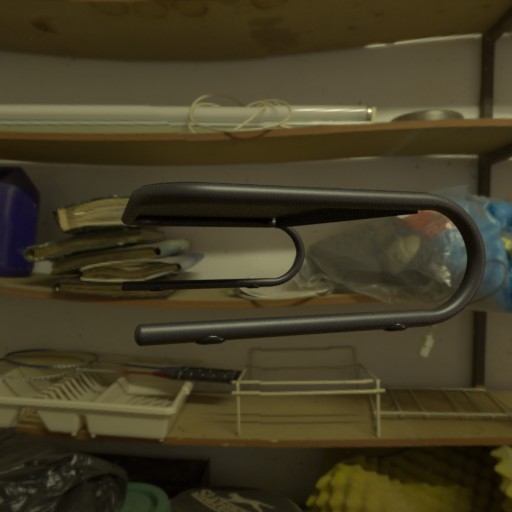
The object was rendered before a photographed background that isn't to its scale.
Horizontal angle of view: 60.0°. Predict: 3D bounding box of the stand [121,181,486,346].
[{"bbox_3d":[0.000,0.000,0.493,0.280,0.108,0.370,0,1,-18],"label":"stand"}]
